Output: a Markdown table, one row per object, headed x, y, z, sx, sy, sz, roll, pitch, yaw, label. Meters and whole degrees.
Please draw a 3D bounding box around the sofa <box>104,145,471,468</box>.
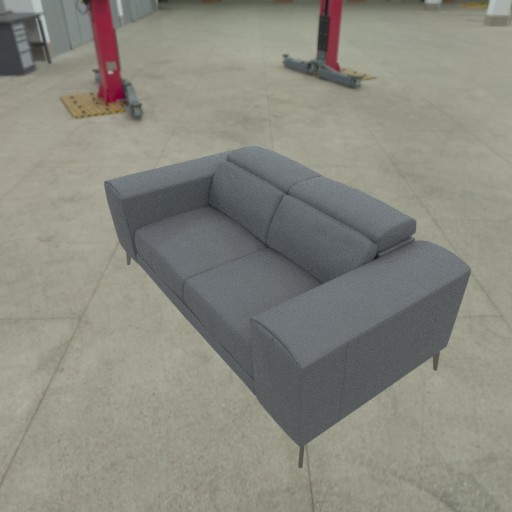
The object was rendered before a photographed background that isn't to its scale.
| x | y | z | sx | sy | sz | roll | pitch | yaw | label |
| --- | --- | --- | --- | --- | --- | --- | --- | --- | --- |
| 0.000 | 0.000 | 2.447 | 1.003 | 0.779 | 1.895 | -21 | 39 | -29 | sofa |
